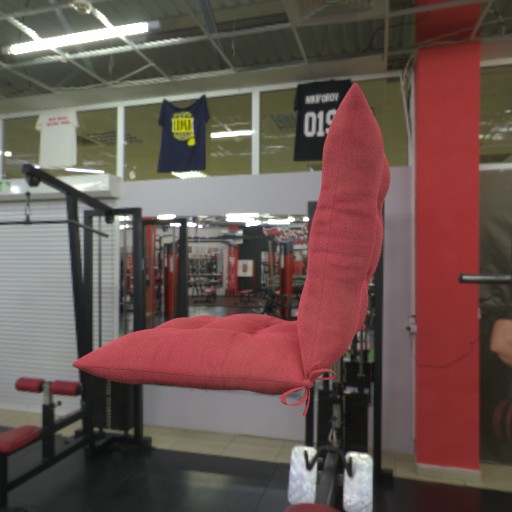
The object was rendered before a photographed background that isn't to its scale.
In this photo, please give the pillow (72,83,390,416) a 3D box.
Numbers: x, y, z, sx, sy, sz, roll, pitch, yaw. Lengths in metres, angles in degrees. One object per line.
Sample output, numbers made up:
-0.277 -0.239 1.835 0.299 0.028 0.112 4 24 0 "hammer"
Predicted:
0.000 0.000 1.005 0.585 0.536 0.541 0 -1 18 "pillow"
